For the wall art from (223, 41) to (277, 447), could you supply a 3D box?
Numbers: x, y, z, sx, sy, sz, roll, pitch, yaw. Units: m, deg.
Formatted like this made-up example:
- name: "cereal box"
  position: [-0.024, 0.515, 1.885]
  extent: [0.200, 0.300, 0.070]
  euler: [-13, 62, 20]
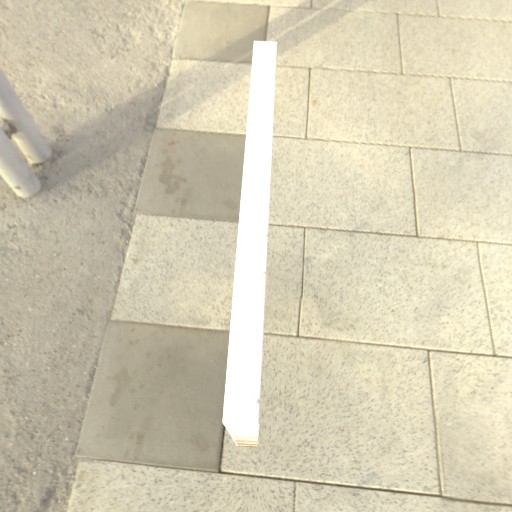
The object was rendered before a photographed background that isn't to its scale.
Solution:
- name: "wall art"
  position: [0.000, 0.000, 0.793]
  extent: [0.041, 0.407, 0.606]
  euler: [3, 64, 1]
